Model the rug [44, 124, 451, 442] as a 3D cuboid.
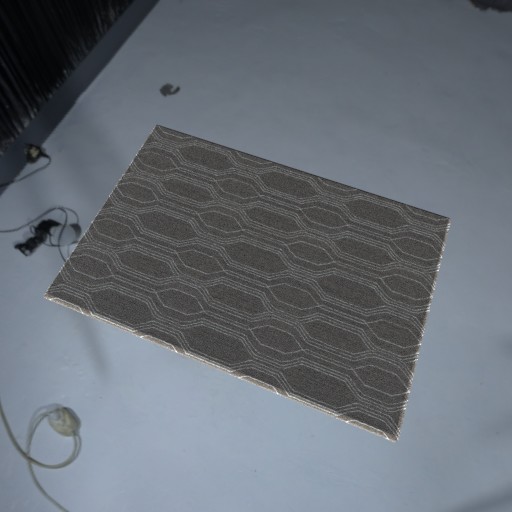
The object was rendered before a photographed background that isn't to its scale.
[{"bbox_3d":[0.000,0.000,2.352,1.836,0.012,1.239,20,65,10],"label":"rug"}]
